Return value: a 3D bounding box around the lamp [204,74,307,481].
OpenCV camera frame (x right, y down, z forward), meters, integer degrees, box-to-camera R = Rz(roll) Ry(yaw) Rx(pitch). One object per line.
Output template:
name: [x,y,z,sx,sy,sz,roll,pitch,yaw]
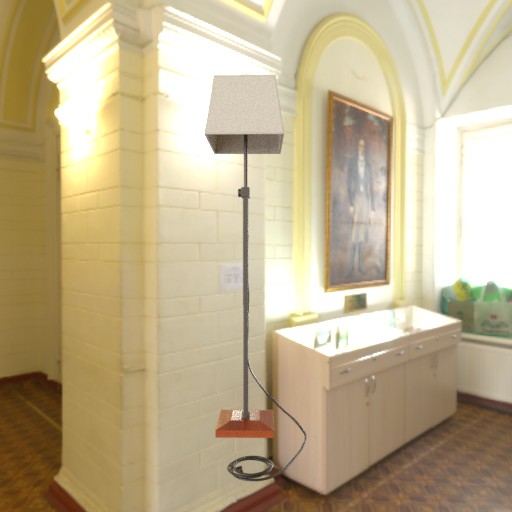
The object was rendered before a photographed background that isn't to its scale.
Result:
lamp: [0.000,0.000,2.041,0.472,1.712,0.745,0,1,1]
